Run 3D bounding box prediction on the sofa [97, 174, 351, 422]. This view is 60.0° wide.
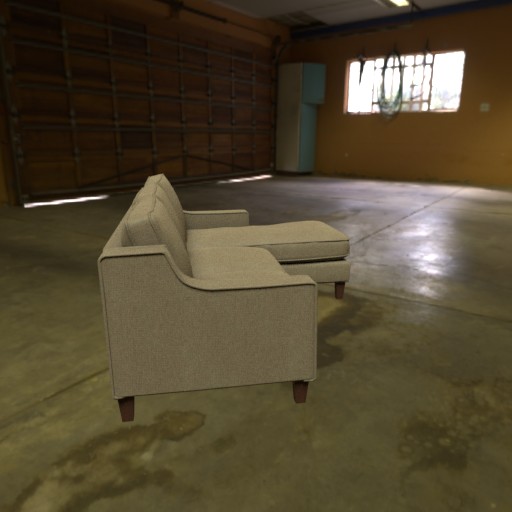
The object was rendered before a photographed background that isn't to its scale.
[{"bbox_3d":[0.000,0.000,3.320,1.858,1.081,2.317,-3,15,-10],"label":"sofa"}]
